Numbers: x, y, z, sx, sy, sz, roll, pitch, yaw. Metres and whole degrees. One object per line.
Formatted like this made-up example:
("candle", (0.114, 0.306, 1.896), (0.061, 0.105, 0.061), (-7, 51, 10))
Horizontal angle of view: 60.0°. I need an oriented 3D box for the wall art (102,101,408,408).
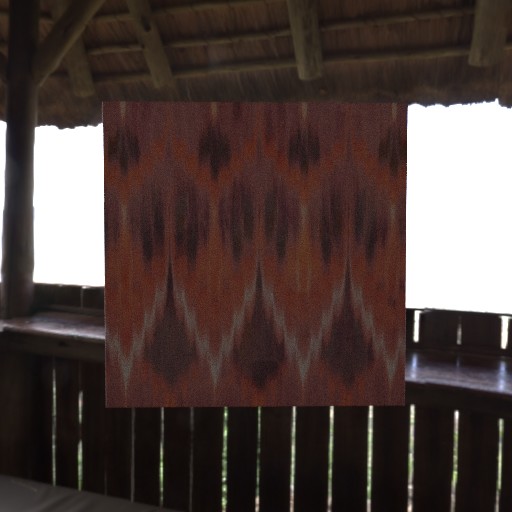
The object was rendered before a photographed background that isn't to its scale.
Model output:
("wall art", (0.000, 0.000, 0.608), (0.403, 0.406, 0.038), (0, 2, -1))
